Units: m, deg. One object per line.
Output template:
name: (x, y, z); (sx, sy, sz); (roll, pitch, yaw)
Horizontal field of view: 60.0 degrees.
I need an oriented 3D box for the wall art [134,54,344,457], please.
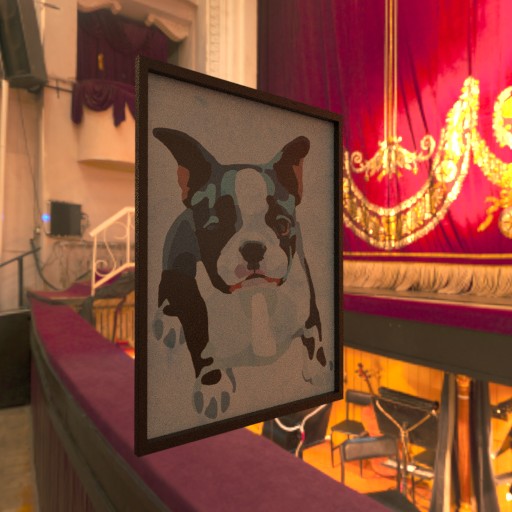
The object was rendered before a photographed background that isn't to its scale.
wall art: (0.000, 0.000, 1.376); (0.774, 1.027, 0.030); (0, -1, -38)
